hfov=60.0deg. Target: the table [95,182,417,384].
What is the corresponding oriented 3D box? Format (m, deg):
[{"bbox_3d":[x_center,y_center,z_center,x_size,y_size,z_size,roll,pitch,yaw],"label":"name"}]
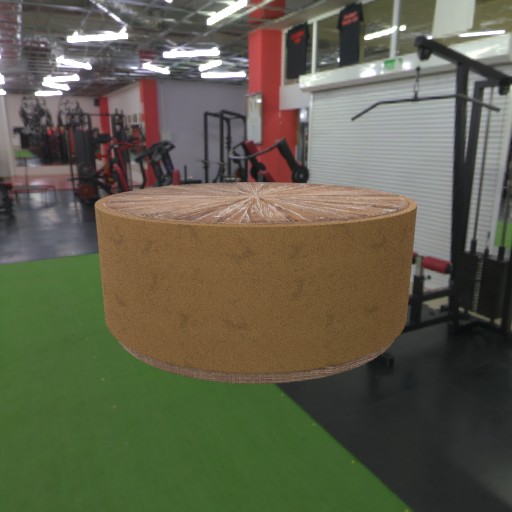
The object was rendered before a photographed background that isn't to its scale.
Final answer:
[{"bbox_3d":[0.000,0.000,1.508,1.001,0.409,1.001,0,15,0],"label":"table"}]
